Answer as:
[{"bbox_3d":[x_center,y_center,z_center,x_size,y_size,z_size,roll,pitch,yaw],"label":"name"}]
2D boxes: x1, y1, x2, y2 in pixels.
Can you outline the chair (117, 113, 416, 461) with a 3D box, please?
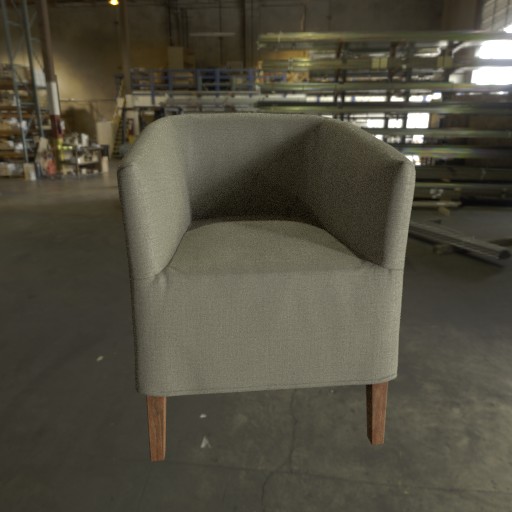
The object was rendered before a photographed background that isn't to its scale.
[{"bbox_3d":[0.000,0.000,1.229,0.600,0.771,0.668,-2,16,-6],"label":"chair"}]
